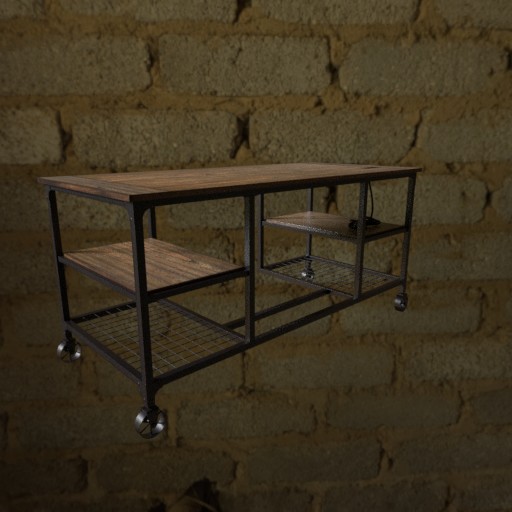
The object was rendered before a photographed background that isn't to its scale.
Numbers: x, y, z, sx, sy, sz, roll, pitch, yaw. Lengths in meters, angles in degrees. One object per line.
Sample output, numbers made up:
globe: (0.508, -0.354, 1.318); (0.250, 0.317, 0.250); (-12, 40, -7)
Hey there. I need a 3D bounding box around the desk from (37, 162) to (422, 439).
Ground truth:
desk: (0.000, 0.000, 2.002); (1.590, 0.751, 0.711); (-14, 20, -41)
